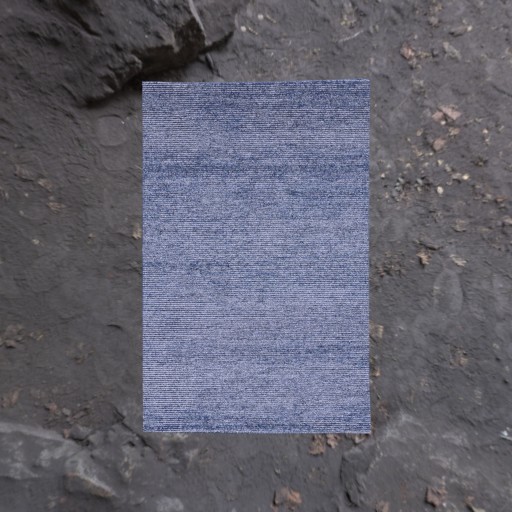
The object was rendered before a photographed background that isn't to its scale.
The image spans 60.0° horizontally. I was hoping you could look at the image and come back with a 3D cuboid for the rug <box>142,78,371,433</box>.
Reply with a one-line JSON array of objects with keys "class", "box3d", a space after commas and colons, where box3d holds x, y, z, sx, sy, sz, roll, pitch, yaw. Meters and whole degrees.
[{"class": "rug", "box3d": [0.000, 0.000, 2.219, 1.145, 0.021, 1.777, 0, 90, 1]}]
